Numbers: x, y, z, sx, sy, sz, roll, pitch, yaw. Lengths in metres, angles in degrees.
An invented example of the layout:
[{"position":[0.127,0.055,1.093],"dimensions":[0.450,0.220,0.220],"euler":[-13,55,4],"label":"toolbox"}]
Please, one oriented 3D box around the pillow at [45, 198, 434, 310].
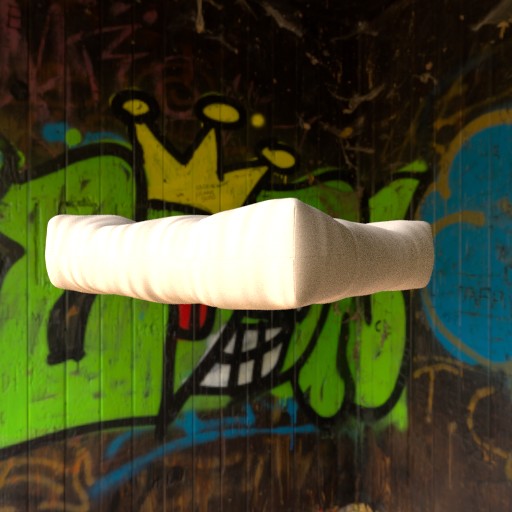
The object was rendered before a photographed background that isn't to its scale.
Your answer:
[{"position":[0.000,0.000,0.736],"dimensions":[0.468,0.128,0.490],"euler":[0,0,36],"label":"pillow"}]
